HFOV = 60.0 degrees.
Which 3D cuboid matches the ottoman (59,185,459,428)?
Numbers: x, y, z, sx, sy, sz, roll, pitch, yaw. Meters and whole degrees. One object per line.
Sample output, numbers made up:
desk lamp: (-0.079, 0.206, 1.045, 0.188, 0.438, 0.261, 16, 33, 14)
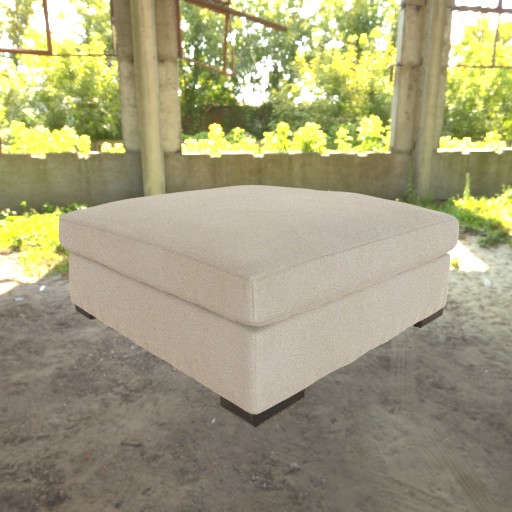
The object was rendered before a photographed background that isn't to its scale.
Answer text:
ottoman: (0.000, 0.000, 1.856, 1.190, 0.522, 1.205, -14, 20, -42)
